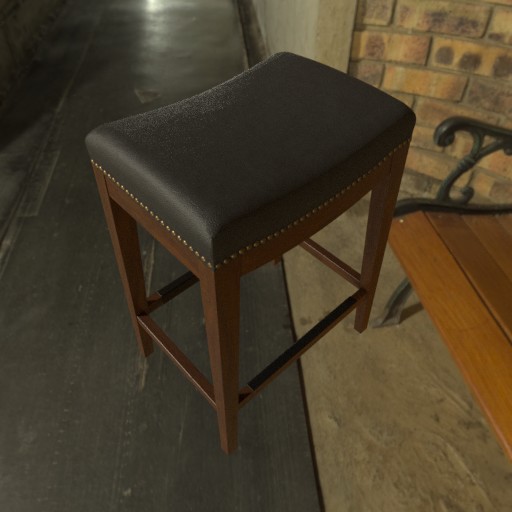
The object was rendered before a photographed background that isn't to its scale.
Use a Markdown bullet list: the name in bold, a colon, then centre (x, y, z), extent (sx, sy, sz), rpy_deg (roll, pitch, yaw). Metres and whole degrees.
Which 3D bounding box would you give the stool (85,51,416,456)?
- **stool**: centre (0.000, 0.000, 0.930), extent (0.490, 0.664, 0.353), rpy_deg (-34, 56, -27)
